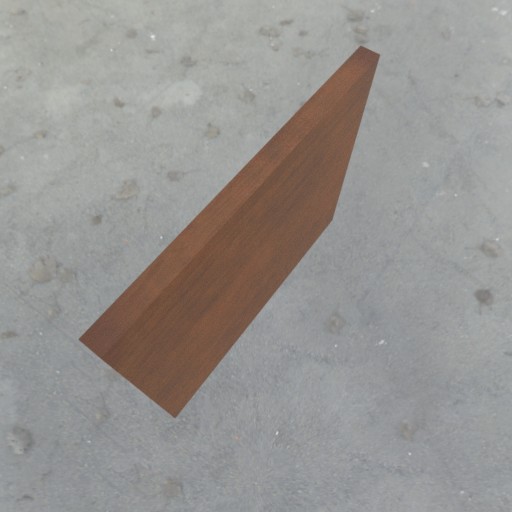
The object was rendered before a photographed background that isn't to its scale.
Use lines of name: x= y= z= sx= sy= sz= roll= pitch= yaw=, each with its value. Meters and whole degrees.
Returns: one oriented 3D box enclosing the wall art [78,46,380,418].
wall art: x=0.000 y=0.000 z=0.752 sx=0.033 sy=0.457 sz=0.558 roll=34 pitch=68 yaw=16
